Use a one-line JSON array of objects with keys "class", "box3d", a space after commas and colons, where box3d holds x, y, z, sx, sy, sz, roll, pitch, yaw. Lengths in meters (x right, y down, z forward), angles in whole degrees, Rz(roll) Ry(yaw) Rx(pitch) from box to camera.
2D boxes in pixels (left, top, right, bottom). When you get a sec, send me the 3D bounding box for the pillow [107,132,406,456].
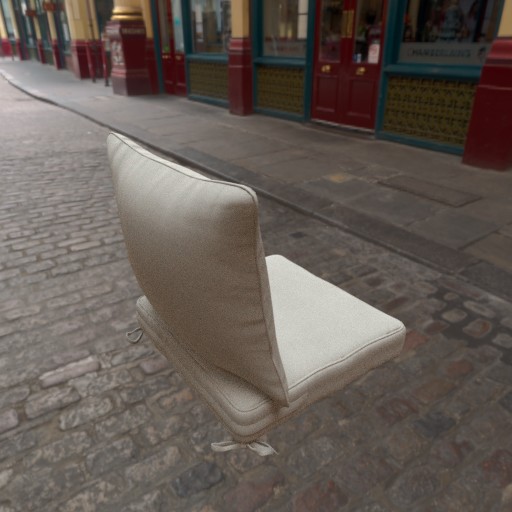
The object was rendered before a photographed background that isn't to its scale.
[{"class": "pillow", "box3d": [0.000, 0.000, 1.382, 0.733, 0.716, 0.798, -17, 30, -32]}]
